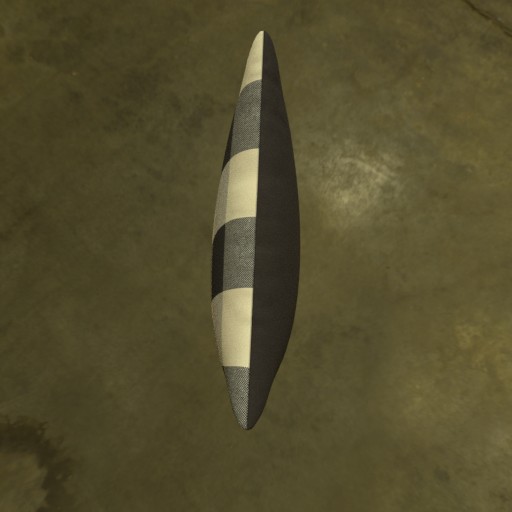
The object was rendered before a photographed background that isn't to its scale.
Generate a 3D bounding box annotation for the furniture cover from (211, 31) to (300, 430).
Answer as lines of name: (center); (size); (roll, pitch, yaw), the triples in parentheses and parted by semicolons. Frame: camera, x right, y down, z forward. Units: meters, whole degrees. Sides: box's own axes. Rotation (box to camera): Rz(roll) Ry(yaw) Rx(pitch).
furniture cover: (0.000, 0.000, 0.786); (0.161, 0.509, 0.511); (2, 77, 1)
